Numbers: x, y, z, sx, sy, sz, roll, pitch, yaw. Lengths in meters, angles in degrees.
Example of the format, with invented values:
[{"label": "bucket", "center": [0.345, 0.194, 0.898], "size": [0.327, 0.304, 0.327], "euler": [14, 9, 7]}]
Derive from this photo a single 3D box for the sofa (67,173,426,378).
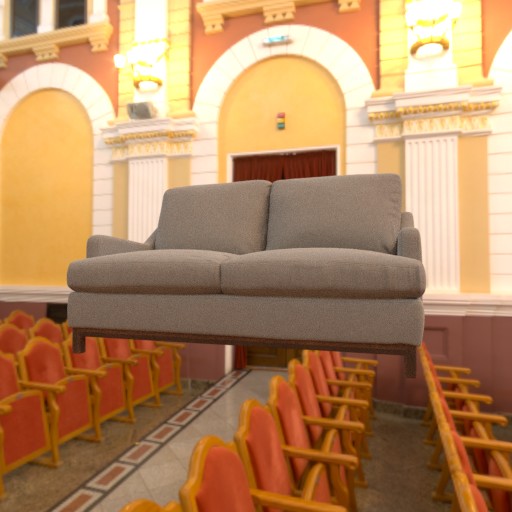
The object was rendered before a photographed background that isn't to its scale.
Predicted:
[{"label": "sofa", "center": [0.000, 0.000, 2.284], "size": [1.589, 0.921, 0.987], "euler": [0, -1, 18]}]
